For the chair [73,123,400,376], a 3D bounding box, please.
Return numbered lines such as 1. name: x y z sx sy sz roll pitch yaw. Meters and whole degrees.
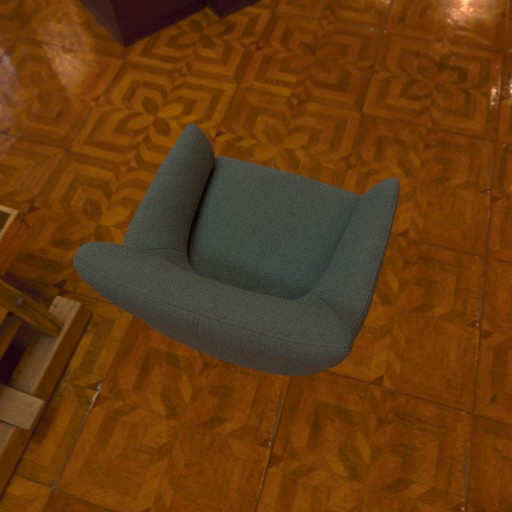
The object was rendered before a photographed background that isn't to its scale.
1. chair: 0.000 0.000 1.384 0.738 0.813 0.761 17 64 9
